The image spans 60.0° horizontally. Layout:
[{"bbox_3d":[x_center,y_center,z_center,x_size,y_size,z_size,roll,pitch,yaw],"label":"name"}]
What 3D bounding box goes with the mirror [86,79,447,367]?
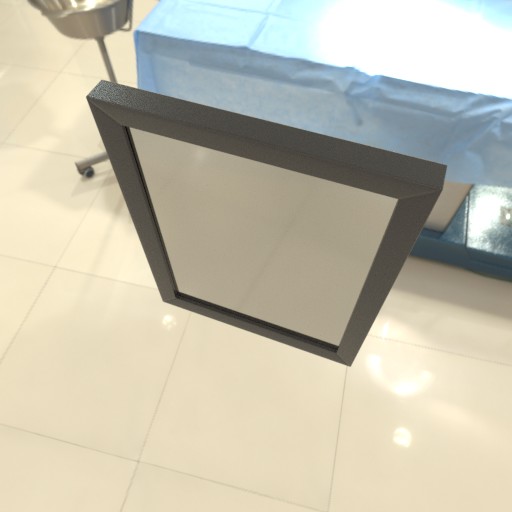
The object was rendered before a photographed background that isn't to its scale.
[{"bbox_3d":[0.000,0.000,0.694,0.405,0.508,0.041,17,58,11],"label":"mirror"}]
